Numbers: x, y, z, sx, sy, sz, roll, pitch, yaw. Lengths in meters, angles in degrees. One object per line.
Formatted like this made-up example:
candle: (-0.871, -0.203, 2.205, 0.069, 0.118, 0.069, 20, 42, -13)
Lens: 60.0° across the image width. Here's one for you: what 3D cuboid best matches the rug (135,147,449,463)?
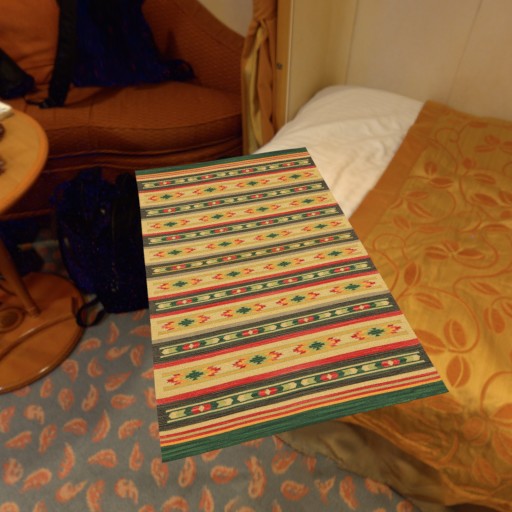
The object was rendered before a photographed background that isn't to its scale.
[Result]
rug: (0.000, 0.000, 3.060, 1.520, 0.011, 2.447, -10, 47, -10)
